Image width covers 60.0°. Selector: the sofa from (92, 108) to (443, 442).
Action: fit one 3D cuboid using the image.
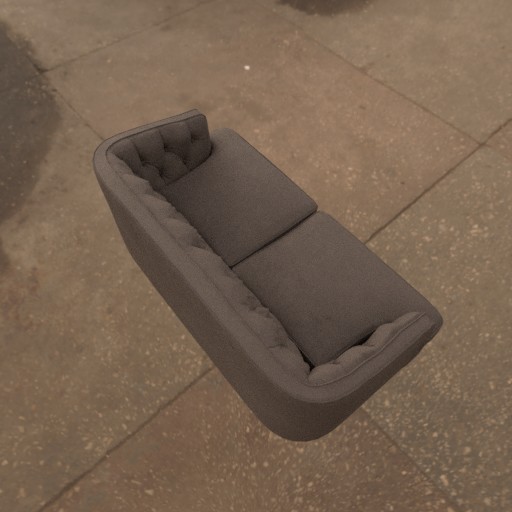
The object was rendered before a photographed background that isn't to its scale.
[{"bbox_3d":[0.000,0.000,2.296,0.941,0.855,1.733,-34,63,-20],"label":"sofa"}]
